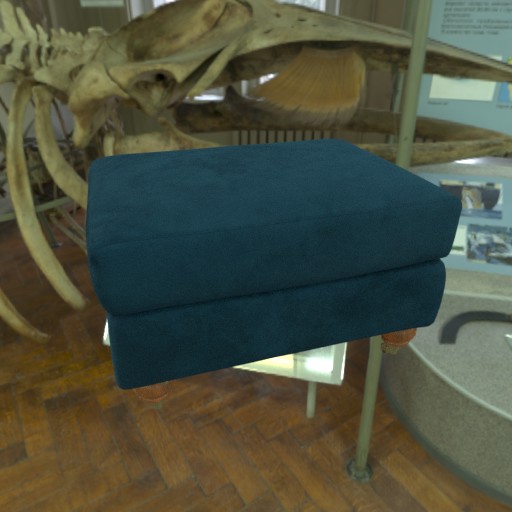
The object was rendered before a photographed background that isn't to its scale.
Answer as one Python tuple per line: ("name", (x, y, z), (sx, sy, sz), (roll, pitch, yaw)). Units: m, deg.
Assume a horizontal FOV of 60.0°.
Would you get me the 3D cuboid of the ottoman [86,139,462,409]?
("ottoman", (0.000, 0.000, 1.146), (0.773, 0.503, 0.572), (-8, 29, -16))
